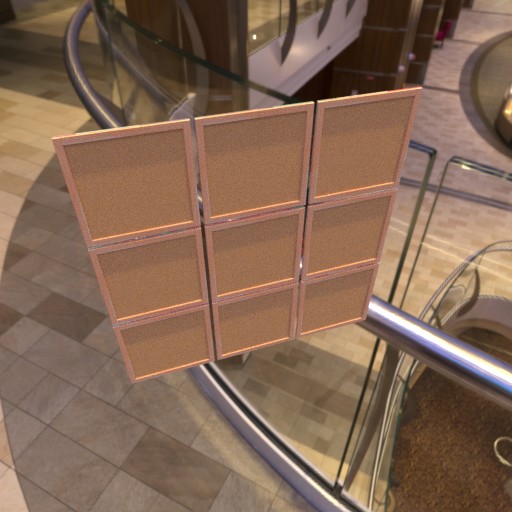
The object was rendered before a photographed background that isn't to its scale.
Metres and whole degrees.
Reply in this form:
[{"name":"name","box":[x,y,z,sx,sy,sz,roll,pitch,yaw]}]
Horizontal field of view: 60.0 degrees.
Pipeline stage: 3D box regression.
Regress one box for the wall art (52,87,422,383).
[{"name":"wall art","box":[0.000,0.000,1.797,1.216,1.220,0.013,-12,43,-14]}]
